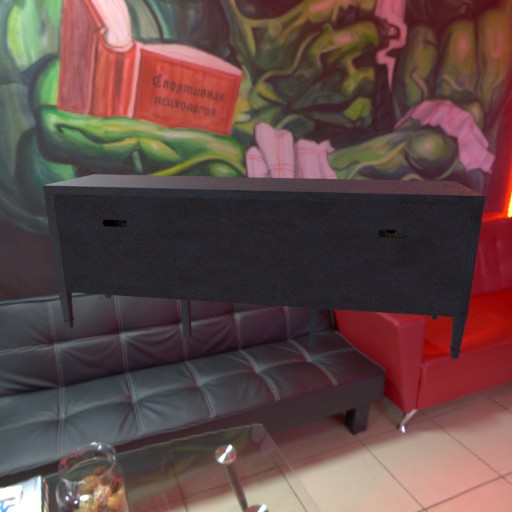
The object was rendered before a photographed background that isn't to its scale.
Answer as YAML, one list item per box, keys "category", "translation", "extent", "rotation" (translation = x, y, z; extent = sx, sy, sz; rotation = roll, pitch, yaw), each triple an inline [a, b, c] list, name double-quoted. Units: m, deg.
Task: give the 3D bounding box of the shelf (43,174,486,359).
- category: "shelf"
  translation: [0.000, 0.000, 2.186]
  extent: [1.878, 0.715, 0.471]
  rotation: [3, 17, 9]
